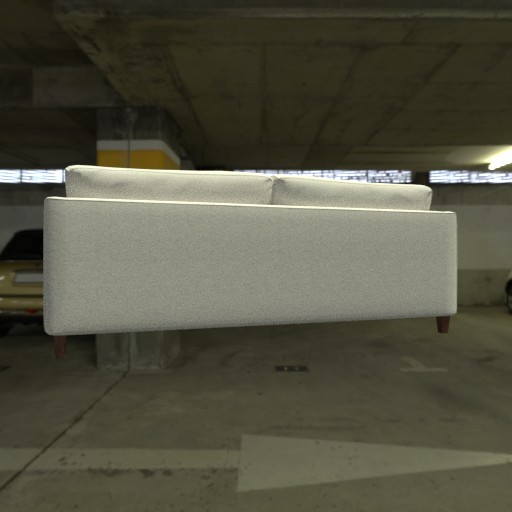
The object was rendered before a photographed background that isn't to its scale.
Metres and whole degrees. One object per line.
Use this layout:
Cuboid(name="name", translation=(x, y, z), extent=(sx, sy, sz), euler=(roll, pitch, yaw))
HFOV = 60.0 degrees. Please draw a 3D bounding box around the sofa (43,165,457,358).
Cuboid(name="sofa", translation=(0.000, 0.000, 2.832), extent=(2.361, 0.962, 0.951), euler=(0, 0, -18))
